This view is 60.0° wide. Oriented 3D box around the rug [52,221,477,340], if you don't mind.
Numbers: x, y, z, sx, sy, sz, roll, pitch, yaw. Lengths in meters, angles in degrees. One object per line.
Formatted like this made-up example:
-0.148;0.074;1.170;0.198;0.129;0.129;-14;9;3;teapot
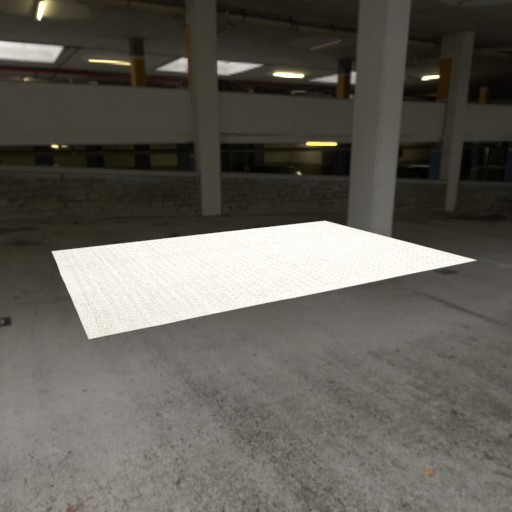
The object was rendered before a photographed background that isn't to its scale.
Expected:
0.000;0.000;2.855;2.289;0.006;1.523;-8;17;-28;rug
